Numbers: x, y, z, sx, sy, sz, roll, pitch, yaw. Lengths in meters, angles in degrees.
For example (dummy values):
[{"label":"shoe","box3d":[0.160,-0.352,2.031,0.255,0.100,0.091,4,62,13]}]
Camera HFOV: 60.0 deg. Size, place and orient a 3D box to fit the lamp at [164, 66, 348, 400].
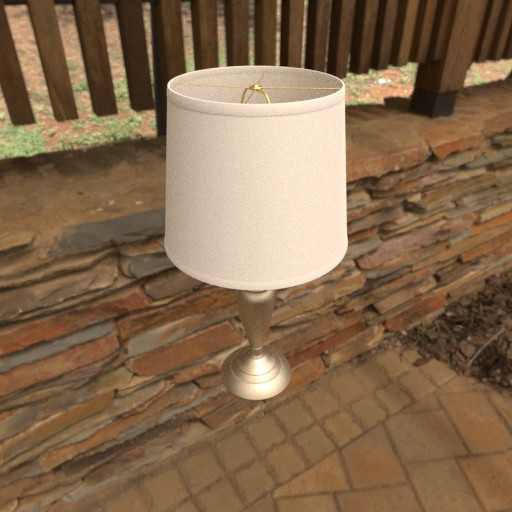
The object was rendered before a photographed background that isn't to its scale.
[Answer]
[{"label":"lamp","box3d":[0.000,0.000,0.830,0.328,0.619,0.328,0,33,0]}]
